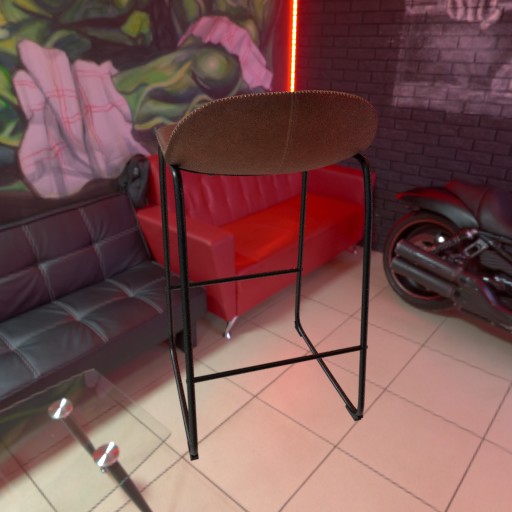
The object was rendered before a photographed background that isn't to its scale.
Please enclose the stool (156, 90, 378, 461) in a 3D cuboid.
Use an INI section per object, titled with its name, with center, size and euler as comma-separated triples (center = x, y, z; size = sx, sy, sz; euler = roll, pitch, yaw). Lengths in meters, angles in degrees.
[stool]
center = 0.000, 0.000, 1.126
size = 0.454, 0.830, 0.473
euler = -7, 27, -15
